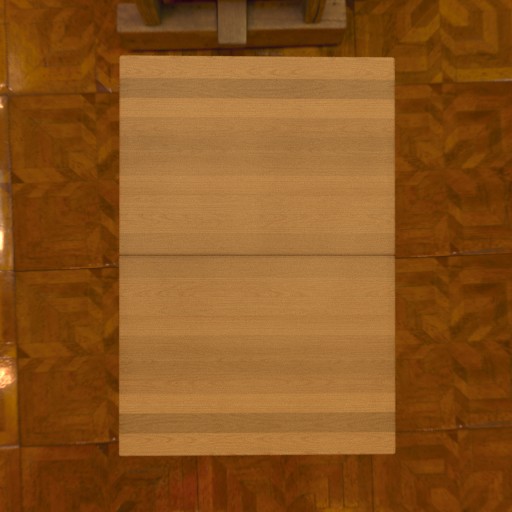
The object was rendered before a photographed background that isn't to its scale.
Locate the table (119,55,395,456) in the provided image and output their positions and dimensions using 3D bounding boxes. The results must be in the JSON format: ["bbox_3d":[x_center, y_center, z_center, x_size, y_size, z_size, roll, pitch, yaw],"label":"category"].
[{"bbox_3d":[0.000,0.000,1.821,0.900,0.770,1.300,0,90,-1],"label":"table"}]
